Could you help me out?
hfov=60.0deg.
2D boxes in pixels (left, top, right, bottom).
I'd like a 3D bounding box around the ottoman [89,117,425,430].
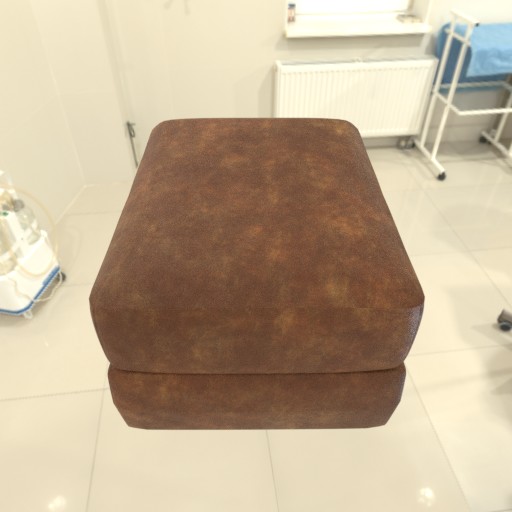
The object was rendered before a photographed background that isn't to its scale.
[{"bbox_3d":[0.000,0.000,1.127,0.603,0.476,0.751,0,41,0],"label":"ottoman"}]
